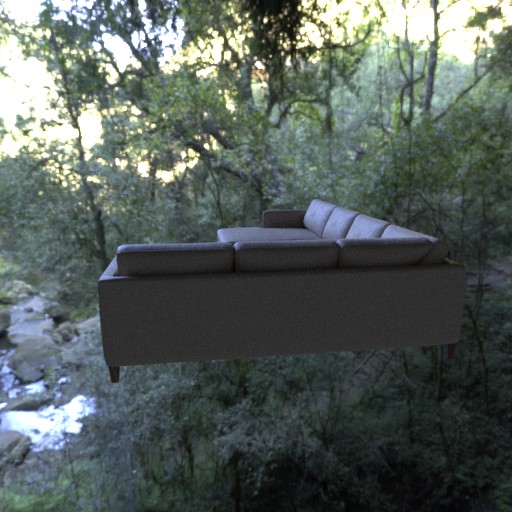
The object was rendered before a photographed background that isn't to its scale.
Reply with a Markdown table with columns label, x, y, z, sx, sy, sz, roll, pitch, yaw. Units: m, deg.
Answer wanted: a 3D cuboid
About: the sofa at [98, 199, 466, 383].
| label | x | y | z | sx | sy | sz | roll | pitch | yaw |
| --- | --- | --- | --- | --- | --- | --- | --- | --- | --- |
| sofa | 0.000 | 0.000 | 4.604 | 2.551 | 0.889 | 3.403 | -2 | 13 | -8 |
